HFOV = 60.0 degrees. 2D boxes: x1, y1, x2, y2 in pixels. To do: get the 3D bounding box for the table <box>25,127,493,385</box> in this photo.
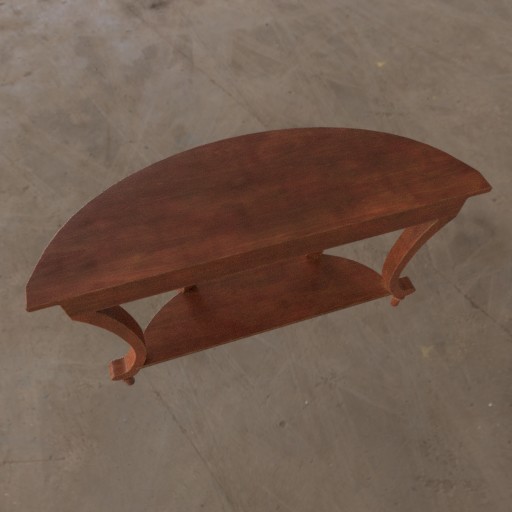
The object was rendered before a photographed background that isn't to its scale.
[{"bbox_3d":[0.000,0.000,1.477,1.198,0.699,0.394,-15,58,-9],"label":"table"}]
